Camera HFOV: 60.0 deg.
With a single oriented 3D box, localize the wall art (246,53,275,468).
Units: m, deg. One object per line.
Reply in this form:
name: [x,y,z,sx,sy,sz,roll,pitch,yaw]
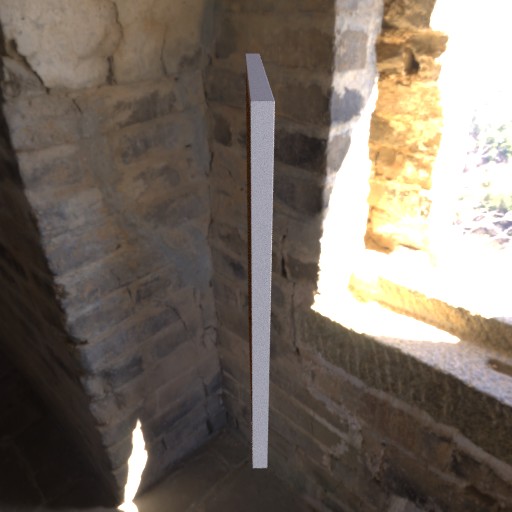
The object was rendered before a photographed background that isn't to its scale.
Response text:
wall art: [0.000,0.000,0.780,0.025,0.608,0.405,-1,31,-2]
